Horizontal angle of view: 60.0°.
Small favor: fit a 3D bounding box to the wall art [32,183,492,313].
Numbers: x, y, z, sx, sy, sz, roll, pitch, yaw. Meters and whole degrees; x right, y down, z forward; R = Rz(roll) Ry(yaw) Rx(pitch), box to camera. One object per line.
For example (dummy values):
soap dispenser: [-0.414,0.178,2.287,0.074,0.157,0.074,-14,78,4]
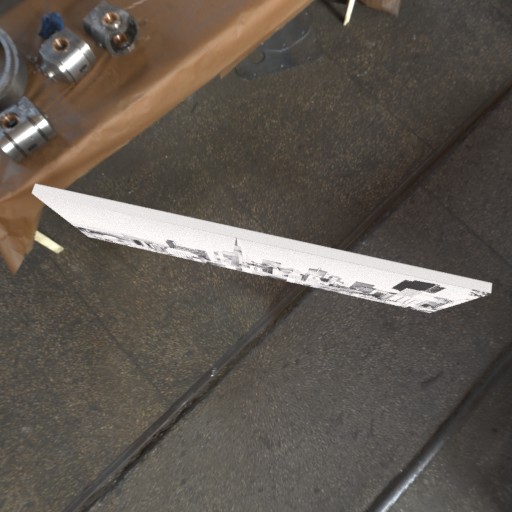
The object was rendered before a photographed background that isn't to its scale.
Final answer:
wall art: [0.000,0.000,1.681,1.520,0.507,0.039,12,76,3]
